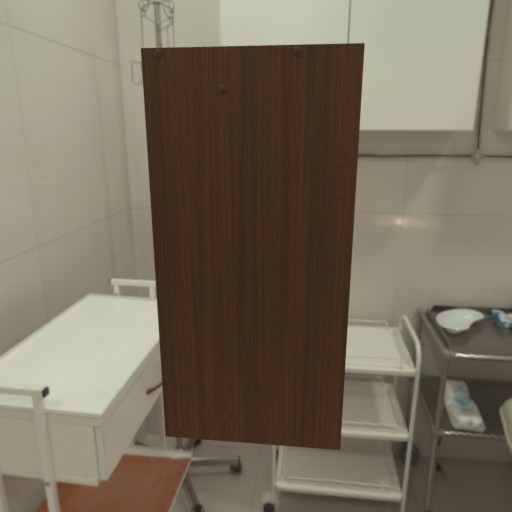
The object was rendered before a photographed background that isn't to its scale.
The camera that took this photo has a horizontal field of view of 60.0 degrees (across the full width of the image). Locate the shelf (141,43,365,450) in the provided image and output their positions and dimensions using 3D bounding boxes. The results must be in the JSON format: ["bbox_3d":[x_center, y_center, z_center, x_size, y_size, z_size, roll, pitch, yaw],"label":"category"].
[{"bbox_3d":[0.000,0.000,0.718,0.290,0.600,0.147,2,16,6],"label":"shelf"}]
